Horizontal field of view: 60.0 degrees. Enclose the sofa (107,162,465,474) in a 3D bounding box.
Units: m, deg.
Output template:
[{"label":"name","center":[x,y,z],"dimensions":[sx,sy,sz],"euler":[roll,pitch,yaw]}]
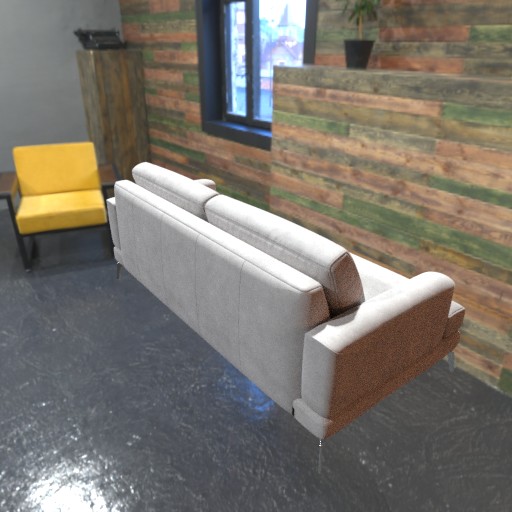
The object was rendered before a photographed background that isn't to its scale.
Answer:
[{"label":"sofa","center":[0.000,0.000,2.484],"dimensions":[0.980,0.830,2.013],"euler":[-19,31,-34]}]
